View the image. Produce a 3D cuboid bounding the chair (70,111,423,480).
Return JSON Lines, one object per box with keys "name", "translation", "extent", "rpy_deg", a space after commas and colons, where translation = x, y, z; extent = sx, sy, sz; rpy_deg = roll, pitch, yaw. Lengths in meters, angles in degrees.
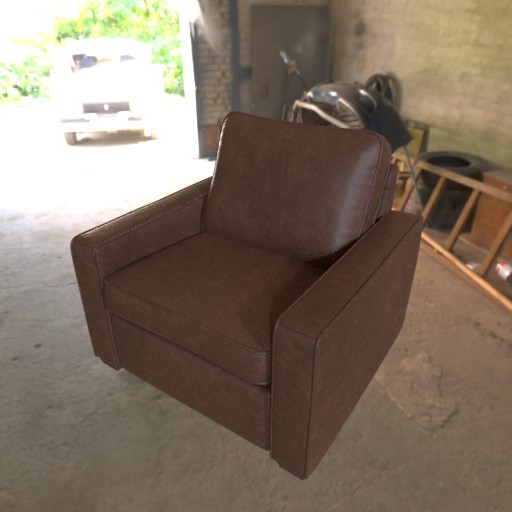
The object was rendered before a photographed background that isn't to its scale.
{"name": "chair", "translation": [0.000, 0.000, 1.702], "extent": [1.017, 0.919, 0.940], "rpy_deg": [18, 34, 29]}
